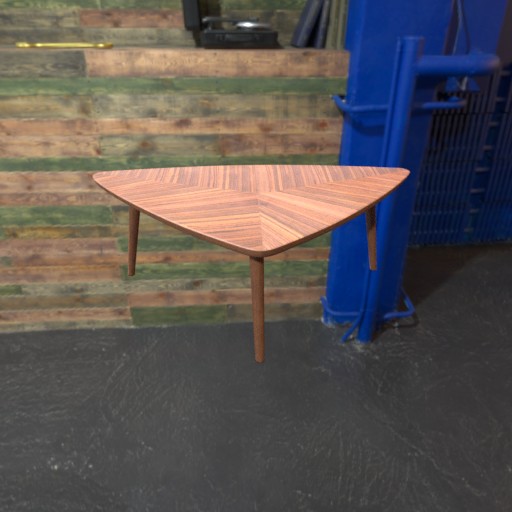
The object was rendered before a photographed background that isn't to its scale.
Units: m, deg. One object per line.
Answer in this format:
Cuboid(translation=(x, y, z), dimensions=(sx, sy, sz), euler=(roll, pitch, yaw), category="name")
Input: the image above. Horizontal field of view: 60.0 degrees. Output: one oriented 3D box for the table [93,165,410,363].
Cuboid(translation=(0.000, 0.000, 1.310), dimensions=(1.008, 0.365, 0.601), euler=(-1, 29, -2), category="table")
